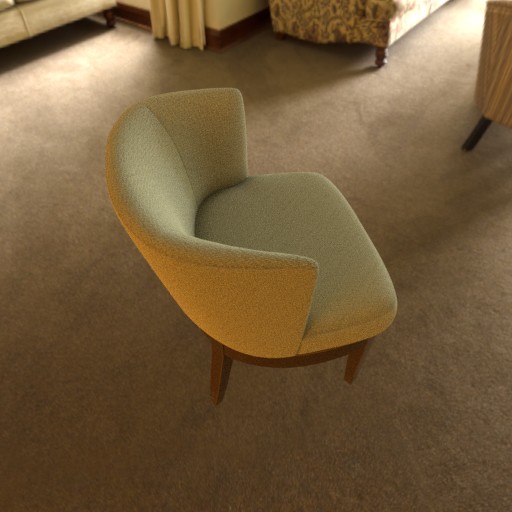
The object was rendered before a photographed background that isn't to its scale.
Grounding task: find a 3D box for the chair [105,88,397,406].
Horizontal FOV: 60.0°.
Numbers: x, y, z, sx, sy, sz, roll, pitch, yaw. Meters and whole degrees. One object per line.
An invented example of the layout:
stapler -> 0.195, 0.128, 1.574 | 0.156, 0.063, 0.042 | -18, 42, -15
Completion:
chair -> 0.000, 0.000, 1.264 | 0.660, 0.760, 0.700 | -10, 48, -9
